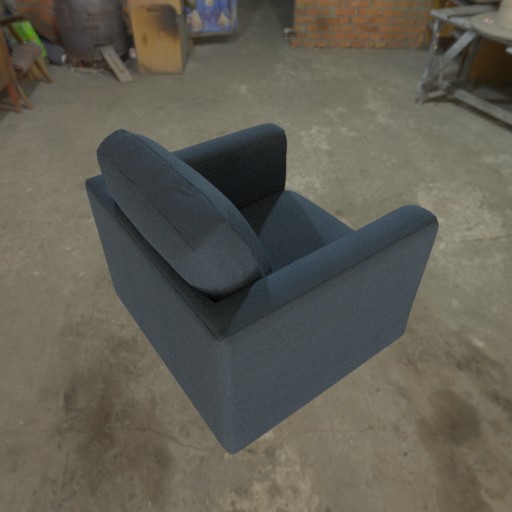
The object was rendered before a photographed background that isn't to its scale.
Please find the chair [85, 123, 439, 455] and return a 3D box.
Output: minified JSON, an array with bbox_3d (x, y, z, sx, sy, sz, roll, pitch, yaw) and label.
[{"bbox_3d":[0.000,0.000,1.548,0.820,0.922,0.855,-26,47,-27],"label":"chair"}]
